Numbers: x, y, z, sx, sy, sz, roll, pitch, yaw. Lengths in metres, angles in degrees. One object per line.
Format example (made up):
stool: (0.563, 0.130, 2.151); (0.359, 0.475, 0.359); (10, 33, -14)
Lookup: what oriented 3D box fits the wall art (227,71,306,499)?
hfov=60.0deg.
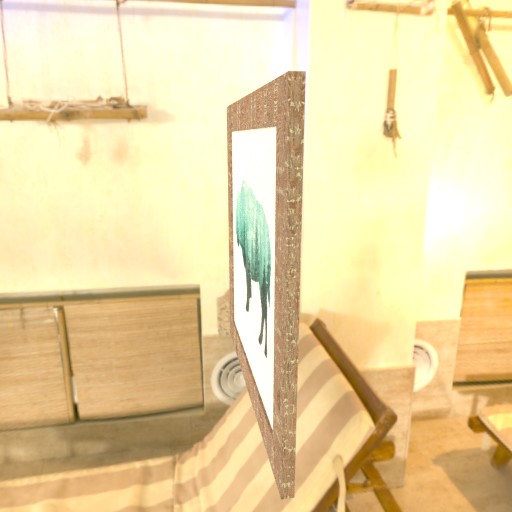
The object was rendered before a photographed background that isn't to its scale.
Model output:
wall art: (0.000, 0.000, 0.556); (0.022, 0.380, 0.380); (-3, 15, -10)
